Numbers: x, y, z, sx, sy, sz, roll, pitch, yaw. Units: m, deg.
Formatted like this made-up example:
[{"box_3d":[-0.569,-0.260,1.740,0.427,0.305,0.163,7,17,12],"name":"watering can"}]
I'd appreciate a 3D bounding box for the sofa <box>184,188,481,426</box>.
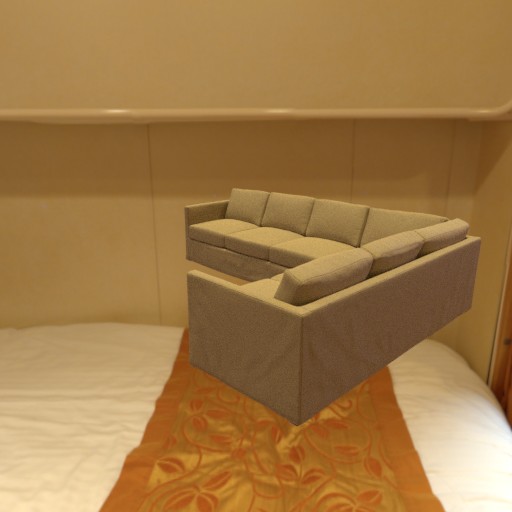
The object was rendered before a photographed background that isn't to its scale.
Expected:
[{"box_3d":[0.000,0.000,4.209,2.432,0.871,3.182,-15,22,-42],"name":"sofa"}]
